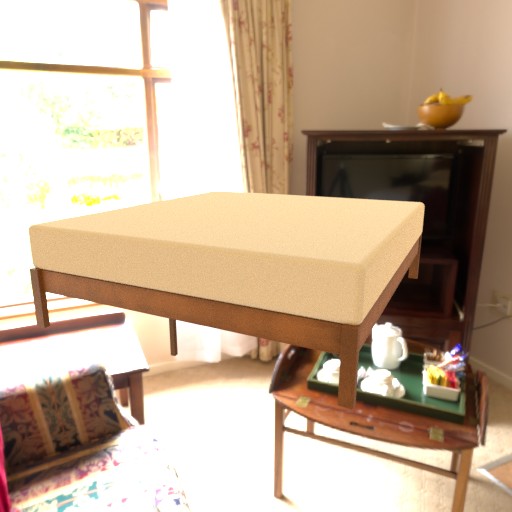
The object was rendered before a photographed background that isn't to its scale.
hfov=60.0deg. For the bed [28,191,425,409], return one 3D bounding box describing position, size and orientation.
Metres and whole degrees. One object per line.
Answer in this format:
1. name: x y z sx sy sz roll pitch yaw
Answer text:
1. bed: 0.000 0.000 3.060 1.930 0.616 2.049 7 16 26
